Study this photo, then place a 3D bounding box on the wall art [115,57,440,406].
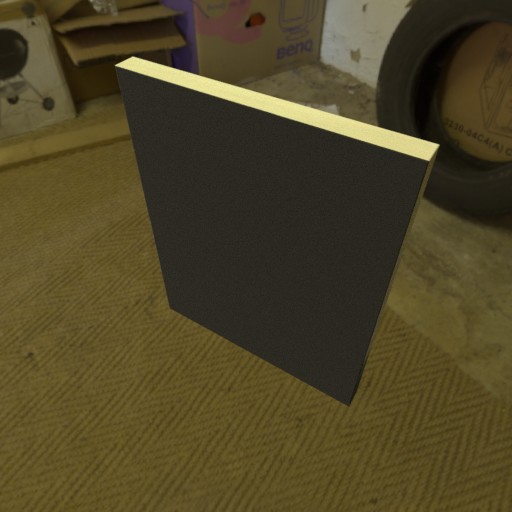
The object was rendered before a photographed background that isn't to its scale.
[{"bbox_3d":[0.000,0.000,0.821,0.489,0.608,0.040,24,50,22],"label":"wall art"}]
